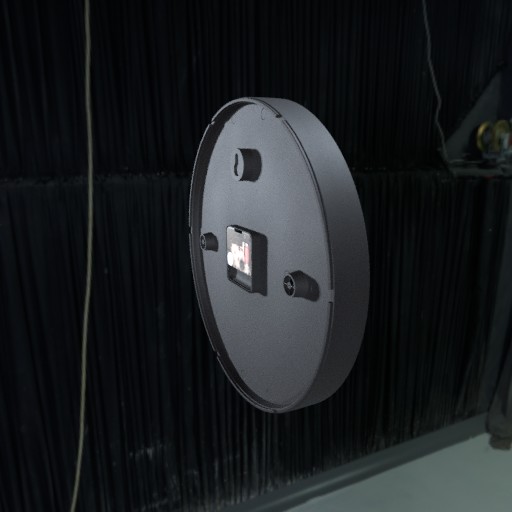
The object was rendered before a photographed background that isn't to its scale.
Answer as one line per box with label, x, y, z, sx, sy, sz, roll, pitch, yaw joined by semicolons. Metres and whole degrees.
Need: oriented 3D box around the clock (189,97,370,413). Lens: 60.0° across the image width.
clock;0.000;0.000;0.435;0.040;0.293;0.293;-7;15;-26
